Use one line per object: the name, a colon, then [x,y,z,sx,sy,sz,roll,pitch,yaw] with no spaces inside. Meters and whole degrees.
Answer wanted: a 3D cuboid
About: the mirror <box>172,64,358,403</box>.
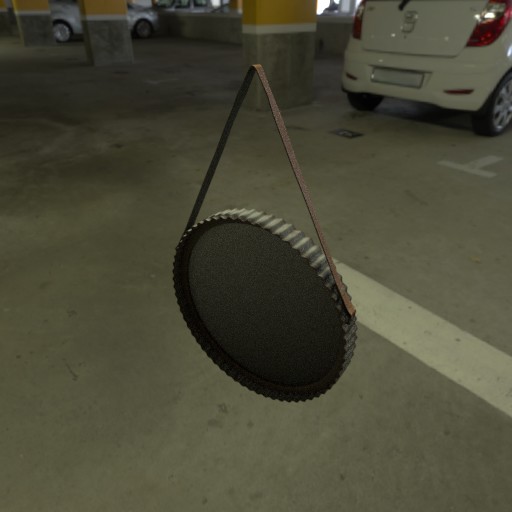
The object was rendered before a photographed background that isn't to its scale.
mirror: [0.000,0.000,0.711,0.355,0.568,0.042,19,35,30]
